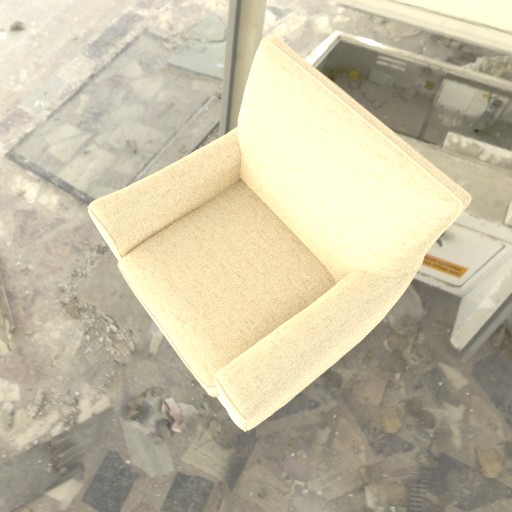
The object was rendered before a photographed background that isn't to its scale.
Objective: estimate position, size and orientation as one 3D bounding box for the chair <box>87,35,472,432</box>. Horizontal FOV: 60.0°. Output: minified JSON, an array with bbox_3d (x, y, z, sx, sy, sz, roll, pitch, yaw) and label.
[{"bbox_3d":[0.000,0.000,1.567,0.823,0.943,0.870,-35,68,-17],"label":"chair"}]
